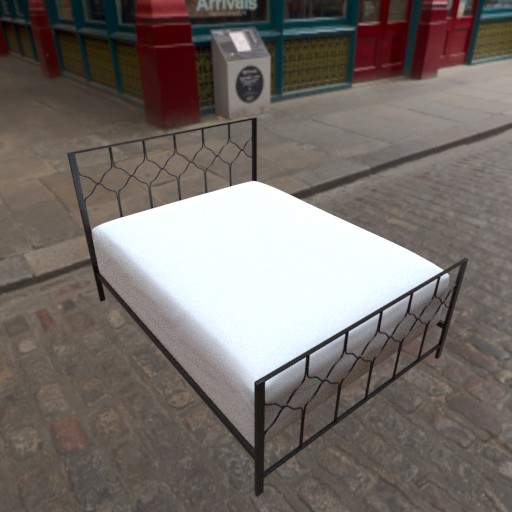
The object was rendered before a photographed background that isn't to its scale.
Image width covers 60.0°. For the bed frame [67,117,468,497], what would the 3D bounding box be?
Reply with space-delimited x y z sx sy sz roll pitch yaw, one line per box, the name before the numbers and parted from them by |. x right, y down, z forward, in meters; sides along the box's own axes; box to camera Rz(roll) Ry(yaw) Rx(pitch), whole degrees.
bed frame | 0.000 0.000 2.999 1.597 1.222 2.063 -22 37 -32
